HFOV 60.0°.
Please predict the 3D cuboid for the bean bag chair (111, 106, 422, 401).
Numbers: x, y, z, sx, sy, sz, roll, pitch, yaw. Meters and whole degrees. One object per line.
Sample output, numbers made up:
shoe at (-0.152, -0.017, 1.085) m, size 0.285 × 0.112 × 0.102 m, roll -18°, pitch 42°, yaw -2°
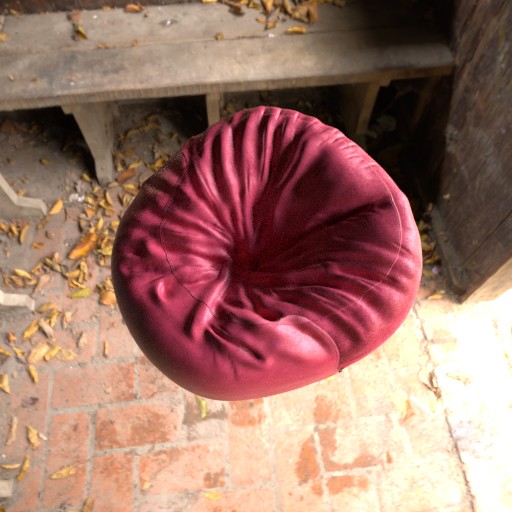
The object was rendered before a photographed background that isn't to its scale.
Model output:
bean bag chair at (0.000, 0.000, 2.400) m, size 1.524 × 0.878 × 1.524 m, roll -32°, pitch 67°, yaw -16°
